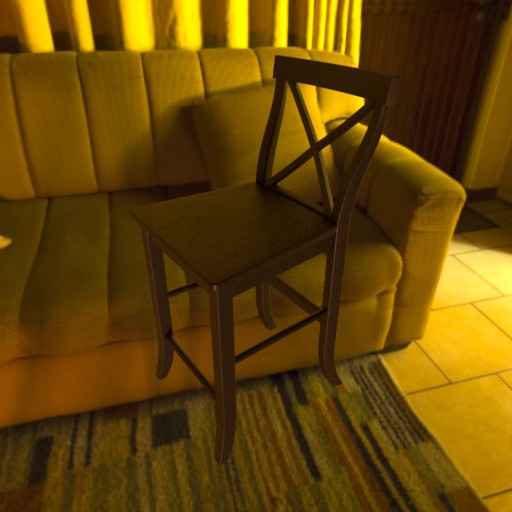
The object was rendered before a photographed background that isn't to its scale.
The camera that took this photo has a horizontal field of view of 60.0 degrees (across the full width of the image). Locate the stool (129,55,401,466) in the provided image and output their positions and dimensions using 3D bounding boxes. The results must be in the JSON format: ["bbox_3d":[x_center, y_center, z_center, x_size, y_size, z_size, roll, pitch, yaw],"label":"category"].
[{"bbox_3d":[0.000,0.000,1.281,0.559,0.989,0.452,-21,37,-30],"label":"stool"}]
